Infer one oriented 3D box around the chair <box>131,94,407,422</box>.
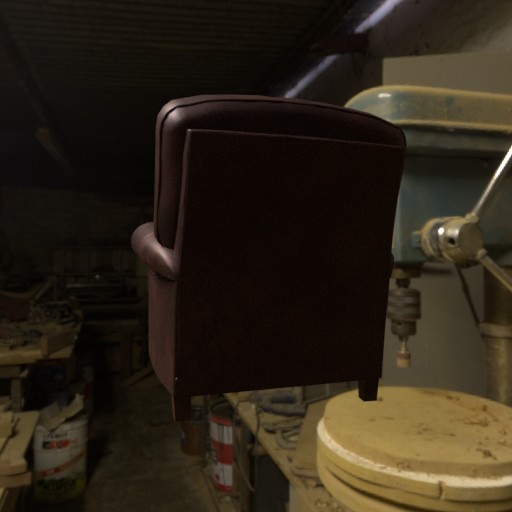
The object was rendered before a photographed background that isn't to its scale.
[{"bbox_3d":[0.000,0.000,1.750,0.936,1.018,0.986,0,0,-17],"label":"chair"}]
